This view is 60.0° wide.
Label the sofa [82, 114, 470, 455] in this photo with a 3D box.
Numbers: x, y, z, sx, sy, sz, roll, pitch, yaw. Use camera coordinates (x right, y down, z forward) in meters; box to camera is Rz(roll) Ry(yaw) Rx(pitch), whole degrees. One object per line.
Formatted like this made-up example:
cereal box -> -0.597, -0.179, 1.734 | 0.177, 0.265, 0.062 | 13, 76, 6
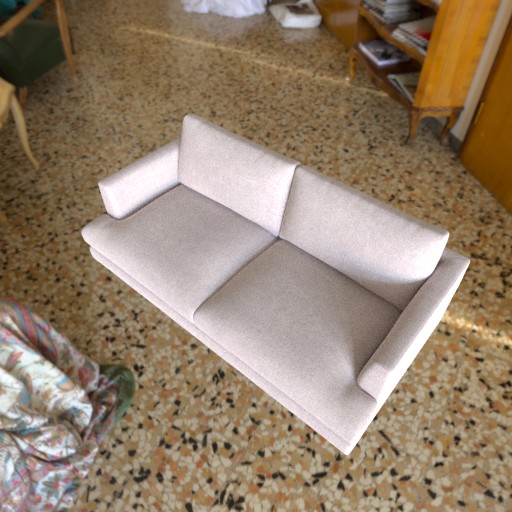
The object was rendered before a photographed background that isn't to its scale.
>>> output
sofa -> 0.000, 0.000, 2.501 | 1.948, 0.868, 1.020 | 31, 54, 27
